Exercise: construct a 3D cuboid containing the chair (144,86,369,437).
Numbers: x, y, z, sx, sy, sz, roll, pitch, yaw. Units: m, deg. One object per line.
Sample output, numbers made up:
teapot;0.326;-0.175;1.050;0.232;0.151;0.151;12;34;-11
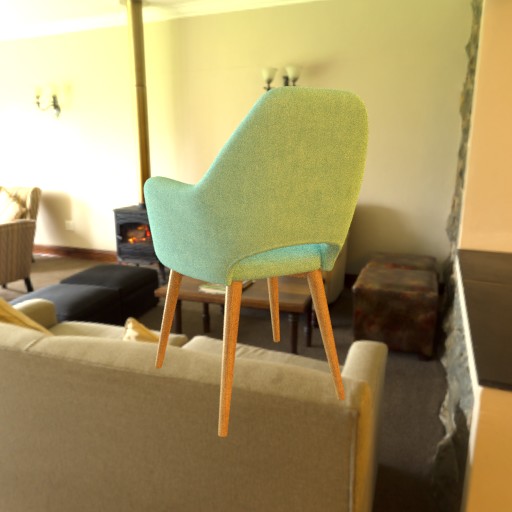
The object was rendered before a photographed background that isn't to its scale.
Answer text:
chair;0.000;0.000;1.266;0.590;0.840;0.610;-7;15;-27
